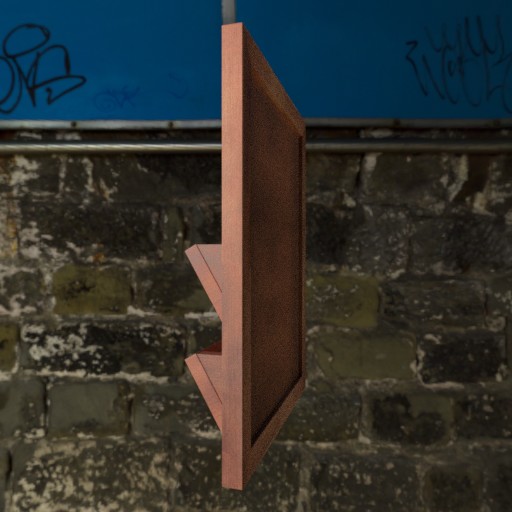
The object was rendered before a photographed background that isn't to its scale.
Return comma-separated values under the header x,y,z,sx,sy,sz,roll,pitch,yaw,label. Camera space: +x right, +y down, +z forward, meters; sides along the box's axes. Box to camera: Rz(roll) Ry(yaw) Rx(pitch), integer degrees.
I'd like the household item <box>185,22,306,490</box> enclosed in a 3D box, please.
x,y,z,sx,sy,sz,roll,pitch,yaw,label
0.000,0.000,0.542,0.067,0.407,0.310,0,0,17,household item
